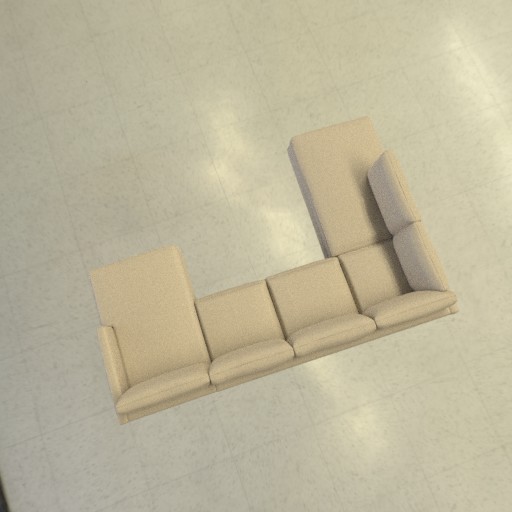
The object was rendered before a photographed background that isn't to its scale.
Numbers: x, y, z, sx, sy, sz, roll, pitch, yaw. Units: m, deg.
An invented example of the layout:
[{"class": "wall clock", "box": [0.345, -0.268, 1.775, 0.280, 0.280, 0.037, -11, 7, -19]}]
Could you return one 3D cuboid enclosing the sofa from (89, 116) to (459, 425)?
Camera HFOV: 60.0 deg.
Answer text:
[{"class": "sofa", "box": [0.000, 0.000, 3.674, 2.737, 0.756, 1.879, -17, 77, -4]}]
